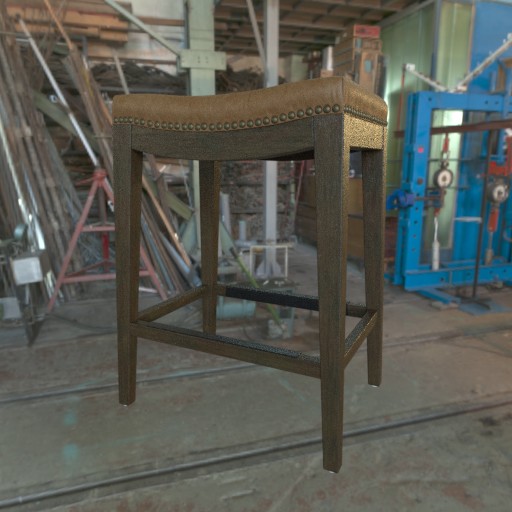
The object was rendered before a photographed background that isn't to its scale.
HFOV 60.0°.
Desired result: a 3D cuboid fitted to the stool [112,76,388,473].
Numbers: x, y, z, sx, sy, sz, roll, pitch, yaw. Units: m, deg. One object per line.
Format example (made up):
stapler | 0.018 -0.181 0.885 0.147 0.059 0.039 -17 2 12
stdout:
stool | 0.000 0.000 0.961 0.500 0.660 0.361 6 14 26
